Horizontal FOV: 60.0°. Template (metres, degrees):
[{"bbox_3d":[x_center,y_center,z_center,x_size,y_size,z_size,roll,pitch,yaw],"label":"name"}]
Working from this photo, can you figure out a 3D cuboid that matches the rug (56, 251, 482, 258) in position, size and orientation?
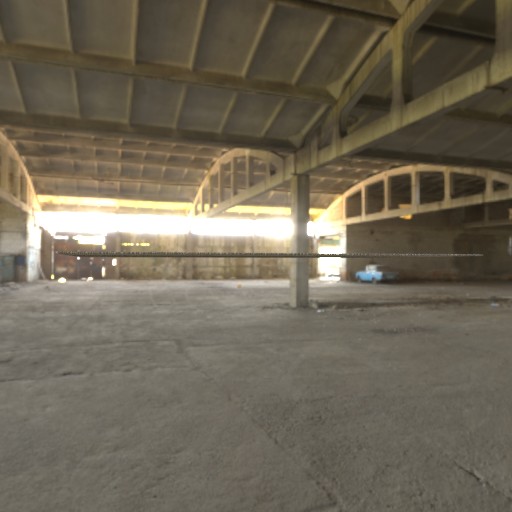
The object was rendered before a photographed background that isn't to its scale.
[{"bbox_3d":[0.000,0.000,2.340,1.815,0.007,1.226,0,-1,-18],"label":"rug"}]
